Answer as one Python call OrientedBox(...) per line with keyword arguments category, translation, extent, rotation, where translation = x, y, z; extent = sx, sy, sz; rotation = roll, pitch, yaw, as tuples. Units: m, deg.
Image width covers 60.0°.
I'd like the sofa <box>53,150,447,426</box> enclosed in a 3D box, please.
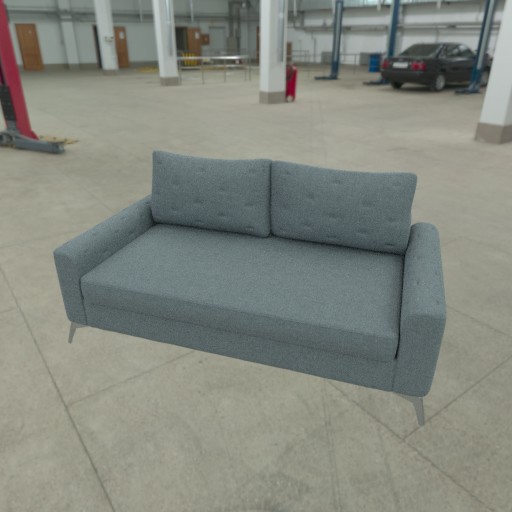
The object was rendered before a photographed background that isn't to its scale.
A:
OrientedBox(category="sofa", translation=(0.000, 0.000, 2.110), extent=(1.650, 0.790, 0.920), rotation=(8, 27, 16))
